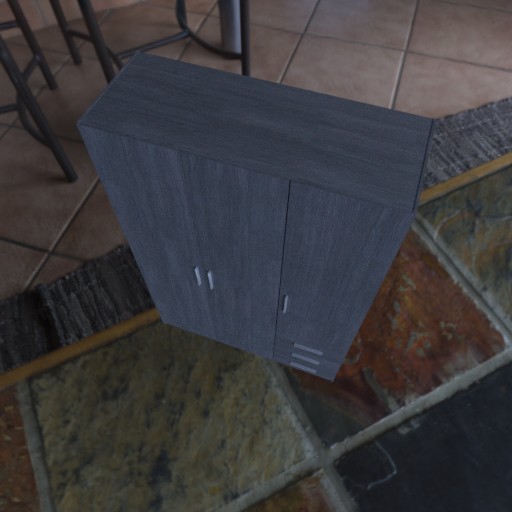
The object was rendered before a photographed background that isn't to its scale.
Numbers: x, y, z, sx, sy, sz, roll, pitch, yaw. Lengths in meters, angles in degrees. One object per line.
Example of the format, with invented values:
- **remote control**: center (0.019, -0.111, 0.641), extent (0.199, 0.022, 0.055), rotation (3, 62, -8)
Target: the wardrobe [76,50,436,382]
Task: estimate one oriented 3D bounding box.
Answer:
- **wardrobe**: center (0.000, 0.000, 2.498), extent (1.290, 1.910, 0.510), rotation (17, 59, 10)
